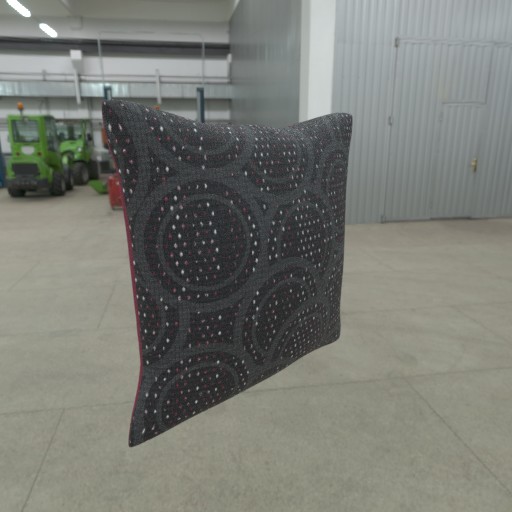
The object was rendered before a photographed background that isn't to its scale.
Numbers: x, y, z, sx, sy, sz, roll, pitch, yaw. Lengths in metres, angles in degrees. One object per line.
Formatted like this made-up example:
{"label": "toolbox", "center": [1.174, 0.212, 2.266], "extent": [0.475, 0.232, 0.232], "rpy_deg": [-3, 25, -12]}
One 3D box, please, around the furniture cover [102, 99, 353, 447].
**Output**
{"label": "furniture cover", "center": [0.000, 0.000, 0.801], "extent": [0.552, 0.509, 0.193], "rpy_deg": [-15, 21, -43]}
